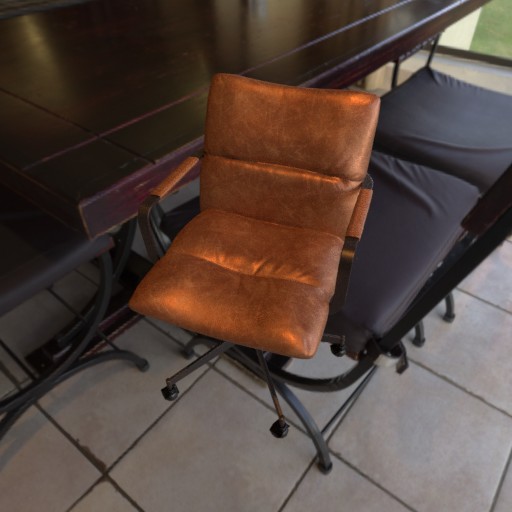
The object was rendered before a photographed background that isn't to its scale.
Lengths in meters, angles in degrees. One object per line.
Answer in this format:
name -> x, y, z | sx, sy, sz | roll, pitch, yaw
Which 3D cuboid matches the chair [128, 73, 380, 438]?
chair -> 0.000, 0.000, 1.497 | 0.727, 0.922, 0.754 | 13, 44, 14
